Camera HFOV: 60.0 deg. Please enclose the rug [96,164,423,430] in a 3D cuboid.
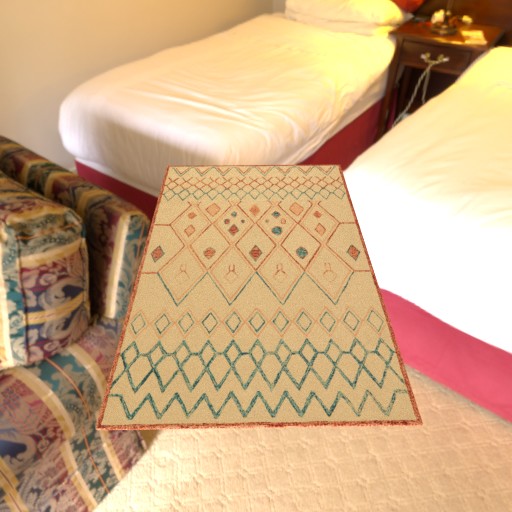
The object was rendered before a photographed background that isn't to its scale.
[{"bbox_3d":[0.000,0.000,2.980,1.524,0.015,2.438,-1,41,-1],"label":"rug"}]
